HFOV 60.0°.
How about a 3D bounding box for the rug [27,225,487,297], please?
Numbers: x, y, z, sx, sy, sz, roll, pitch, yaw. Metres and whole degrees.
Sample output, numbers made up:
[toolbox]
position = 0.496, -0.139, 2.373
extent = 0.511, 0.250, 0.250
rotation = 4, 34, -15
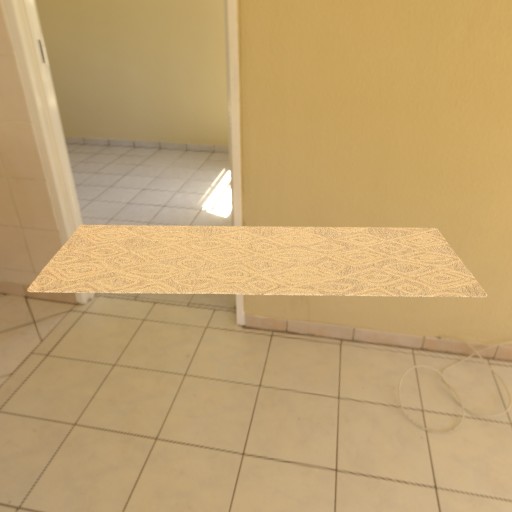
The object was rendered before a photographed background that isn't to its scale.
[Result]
[rug]
position = 0.000, 0.000, 2.672
extent = 2.436, 0.013, 0.807
rotation = 1, 30, 1
